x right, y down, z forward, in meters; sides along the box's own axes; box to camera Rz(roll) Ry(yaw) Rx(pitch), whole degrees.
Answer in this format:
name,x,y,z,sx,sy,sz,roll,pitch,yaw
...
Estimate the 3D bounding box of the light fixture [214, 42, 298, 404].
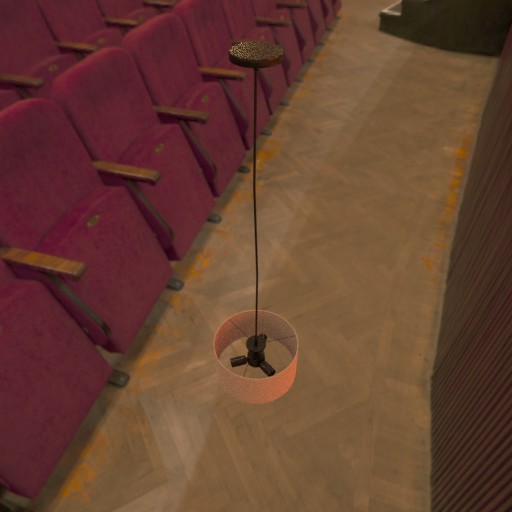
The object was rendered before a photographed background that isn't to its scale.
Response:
name,x,y,z,sx,sy,sz,roll,pitch,yaw
light fixture,0.000,0.000,1.718,0.399,1.516,0.399,0,42,0
